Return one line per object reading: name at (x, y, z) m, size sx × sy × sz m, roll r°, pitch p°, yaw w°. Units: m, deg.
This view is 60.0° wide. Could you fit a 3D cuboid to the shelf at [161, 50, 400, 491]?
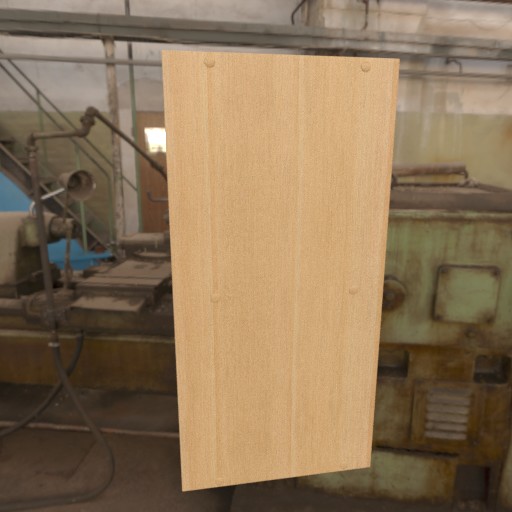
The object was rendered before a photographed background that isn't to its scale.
shelf at (0.000, 0.000, 0.792) m, size 0.290 × 0.592 × 0.414 m, roll -2°, pitch 14°, yaw -10°
